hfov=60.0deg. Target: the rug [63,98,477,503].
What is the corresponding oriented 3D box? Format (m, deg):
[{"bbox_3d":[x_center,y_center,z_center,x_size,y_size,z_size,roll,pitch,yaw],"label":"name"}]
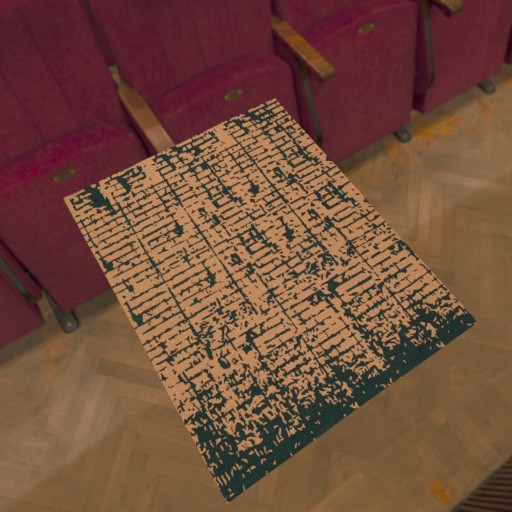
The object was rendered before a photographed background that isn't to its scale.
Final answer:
[{"bbox_3d":[0.000,0.000,3.936,2.416,0.014,3.017,-30,67,-14],"label":"rug"}]
